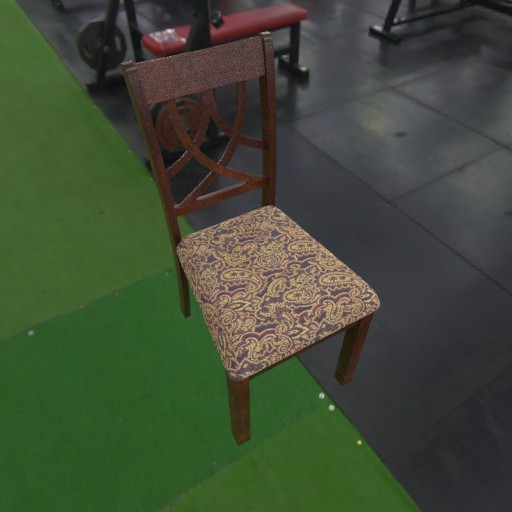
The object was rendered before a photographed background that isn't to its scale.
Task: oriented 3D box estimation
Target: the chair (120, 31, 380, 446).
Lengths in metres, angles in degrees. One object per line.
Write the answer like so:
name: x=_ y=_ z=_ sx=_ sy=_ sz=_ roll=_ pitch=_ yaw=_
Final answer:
chair: x=0.000 y=0.000 z=1.253 sx=0.457 sy=0.965 sz=0.584 roll=-23 pitch=50 yaw=-20
